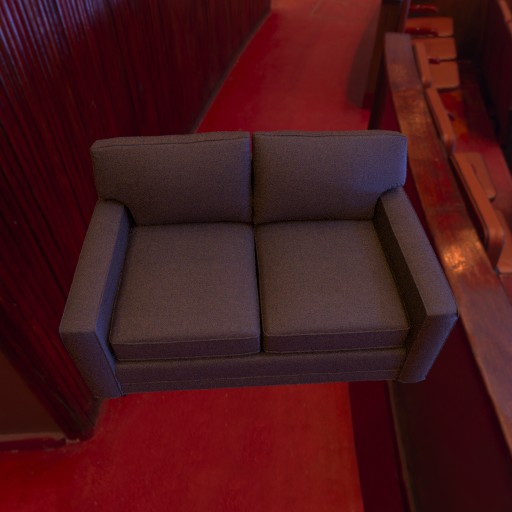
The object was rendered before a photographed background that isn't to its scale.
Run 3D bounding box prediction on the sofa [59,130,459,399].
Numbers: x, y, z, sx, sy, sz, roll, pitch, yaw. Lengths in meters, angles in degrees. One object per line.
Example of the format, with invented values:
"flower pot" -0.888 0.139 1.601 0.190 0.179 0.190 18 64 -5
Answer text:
"sofa" 0.000 0.000 2.086 1.534 0.887 0.974 -2 46 -2
